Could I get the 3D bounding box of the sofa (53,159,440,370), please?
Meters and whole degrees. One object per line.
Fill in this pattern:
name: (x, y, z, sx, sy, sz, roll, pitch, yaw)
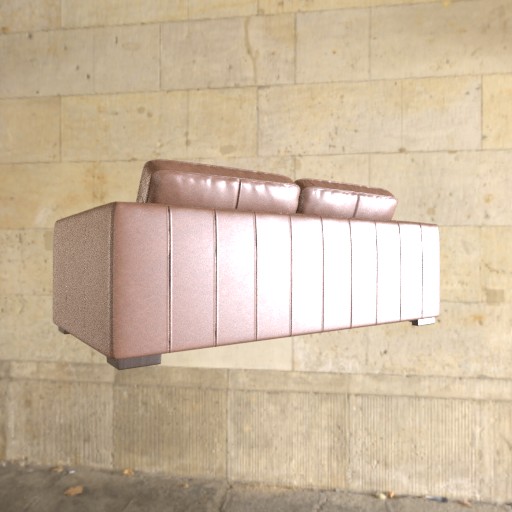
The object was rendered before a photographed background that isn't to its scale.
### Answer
sofa: (0.000, 0.000, 2.465, 1.920, 0.800, 1.070, 0, 0, -35)
